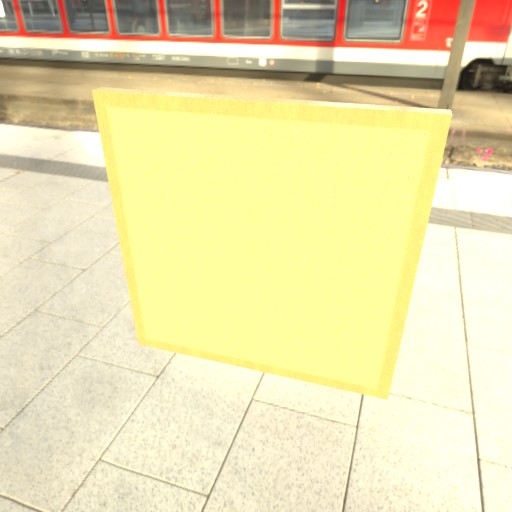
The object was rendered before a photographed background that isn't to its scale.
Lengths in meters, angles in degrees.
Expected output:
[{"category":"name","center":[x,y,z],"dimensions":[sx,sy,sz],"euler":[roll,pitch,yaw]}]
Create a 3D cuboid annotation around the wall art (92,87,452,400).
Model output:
[{"category":"wall art","center":[0.000,0.000,2.843],"dimensions":[1.935,1.936,0.097],"euler":[9,32,14]}]
